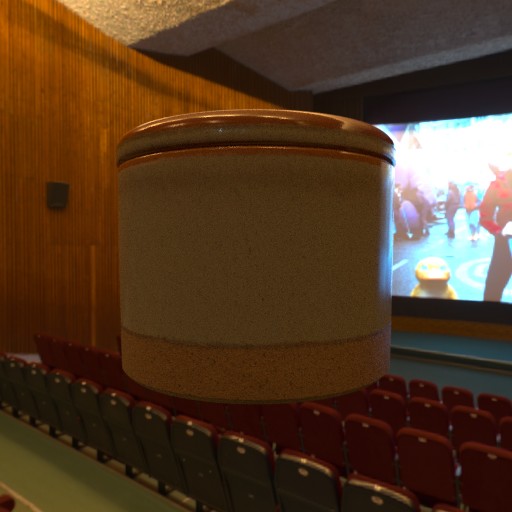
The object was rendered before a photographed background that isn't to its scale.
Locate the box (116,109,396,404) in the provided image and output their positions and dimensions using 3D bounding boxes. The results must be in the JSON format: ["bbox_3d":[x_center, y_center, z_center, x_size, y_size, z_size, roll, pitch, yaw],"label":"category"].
[{"bbox_3d":[0.000,0.000,0.205,0.123,0.100,0.123,0,1,0],"label":"box"}]
